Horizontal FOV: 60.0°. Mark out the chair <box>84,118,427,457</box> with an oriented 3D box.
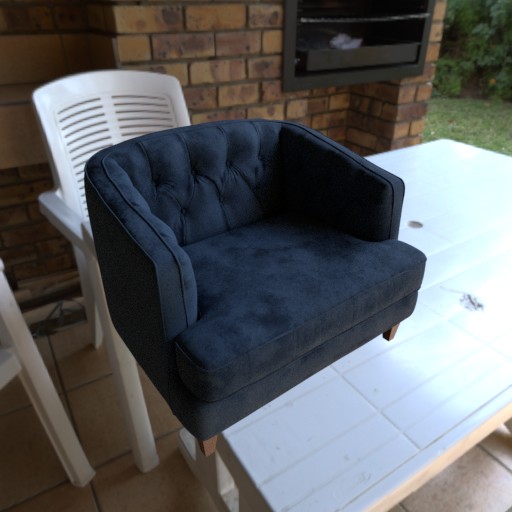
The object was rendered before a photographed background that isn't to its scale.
[{"bbox_3d":[0.000,0.000,1.761,1.094,0.852,0.940,-21,36,-32],"label":"chair"}]
